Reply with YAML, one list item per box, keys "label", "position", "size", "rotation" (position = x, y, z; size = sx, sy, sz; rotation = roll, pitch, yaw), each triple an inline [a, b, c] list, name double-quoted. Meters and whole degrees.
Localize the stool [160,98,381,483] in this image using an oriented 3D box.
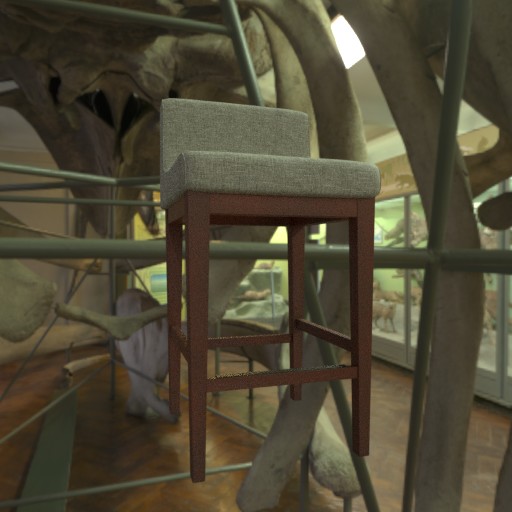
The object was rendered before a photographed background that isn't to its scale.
- label: "stool"
  position: [0.000, 0.000, 1.064]
  size: [0.417, 0.835, 0.459]
  rotation: [0, 1, -17]
